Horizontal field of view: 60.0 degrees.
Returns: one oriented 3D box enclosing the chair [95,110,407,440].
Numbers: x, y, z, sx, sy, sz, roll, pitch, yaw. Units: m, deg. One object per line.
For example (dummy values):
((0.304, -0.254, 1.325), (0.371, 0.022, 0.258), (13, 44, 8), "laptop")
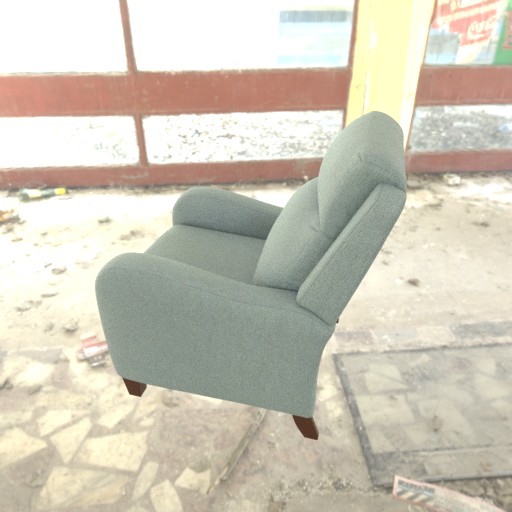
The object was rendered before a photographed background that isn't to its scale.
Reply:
((0.000, 0.000, 1.745), (0.988, 1.067, 0.785), (8, 31, 13), "chair")
